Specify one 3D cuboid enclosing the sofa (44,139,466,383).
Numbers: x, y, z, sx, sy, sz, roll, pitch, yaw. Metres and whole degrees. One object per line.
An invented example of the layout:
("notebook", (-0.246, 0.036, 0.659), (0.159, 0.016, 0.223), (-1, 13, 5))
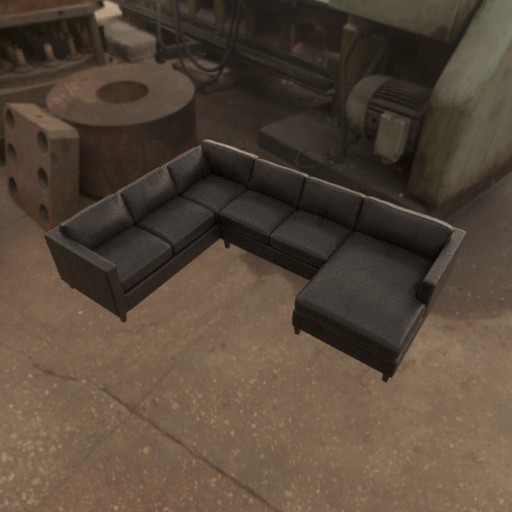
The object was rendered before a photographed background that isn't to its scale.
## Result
("sofa", (0.000, 0.000, 4.494), (3.324, 0.891, 2.452), (25, 47, 26))
